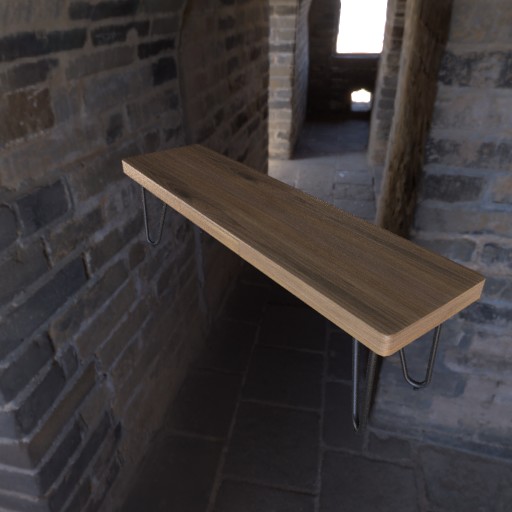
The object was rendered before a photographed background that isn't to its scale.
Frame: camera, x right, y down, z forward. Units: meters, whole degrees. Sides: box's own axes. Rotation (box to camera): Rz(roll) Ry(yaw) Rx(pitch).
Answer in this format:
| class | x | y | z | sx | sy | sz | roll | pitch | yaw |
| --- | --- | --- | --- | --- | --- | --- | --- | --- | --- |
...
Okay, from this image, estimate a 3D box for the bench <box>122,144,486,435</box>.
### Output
| class | x | y | z | sx | sy | sz | roll | pitch | yaw |
| --- | --- | --- | --- | --- | --- | --- | --- | --- | --- |
| bench | 0.000 | 0.000 | 1.759 | 0.425 | 0.462 | 1.570 | -21 | 36 | -31 |
